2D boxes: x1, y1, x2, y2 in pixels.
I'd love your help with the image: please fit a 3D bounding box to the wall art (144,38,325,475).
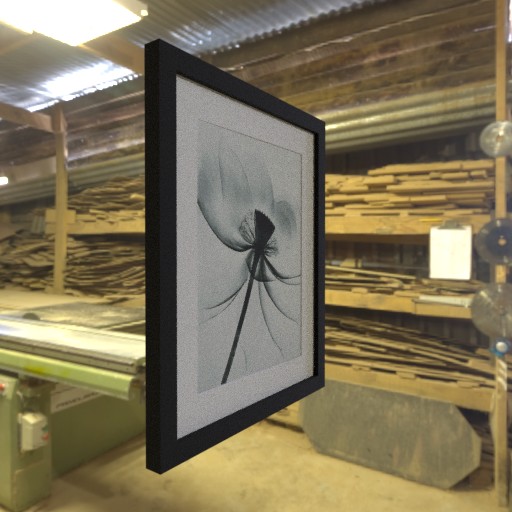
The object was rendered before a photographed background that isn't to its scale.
[{"bbox_3d":[0.000,0.000,0.760,0.029,0.559,0.457,1,1,36],"label":"wall art"}]
